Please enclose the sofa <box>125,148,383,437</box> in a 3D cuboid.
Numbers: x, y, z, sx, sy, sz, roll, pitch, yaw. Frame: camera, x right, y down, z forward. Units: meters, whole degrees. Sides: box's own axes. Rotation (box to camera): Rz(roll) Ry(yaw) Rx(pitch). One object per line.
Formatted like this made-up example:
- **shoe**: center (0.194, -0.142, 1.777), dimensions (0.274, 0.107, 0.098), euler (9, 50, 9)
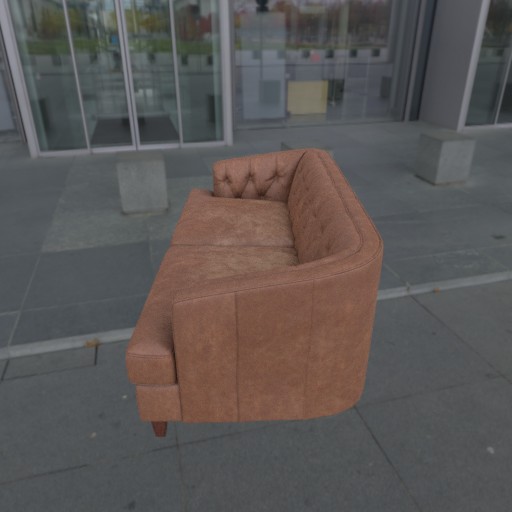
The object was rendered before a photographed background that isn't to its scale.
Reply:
- **sofa**: center (0.000, 0.000, 2.306), dimensions (0.914, 0.786, 1.755), euler (0, 27, 0)
